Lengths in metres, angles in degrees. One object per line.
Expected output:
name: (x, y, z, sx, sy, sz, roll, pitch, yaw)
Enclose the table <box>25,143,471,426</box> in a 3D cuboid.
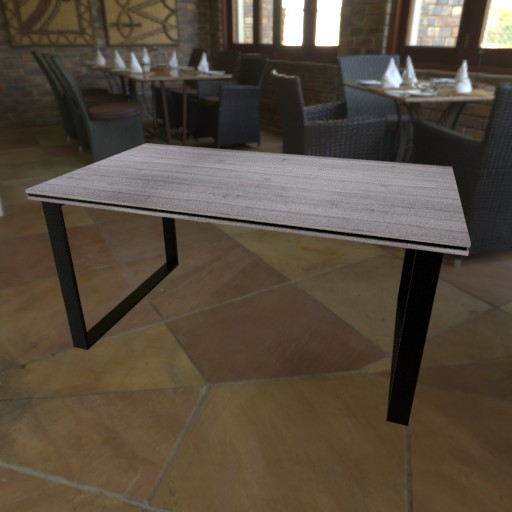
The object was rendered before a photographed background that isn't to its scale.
table: (0.000, 0.000, 2.020, 1.579, 0.736, 0.881, 8, 27, 16)
